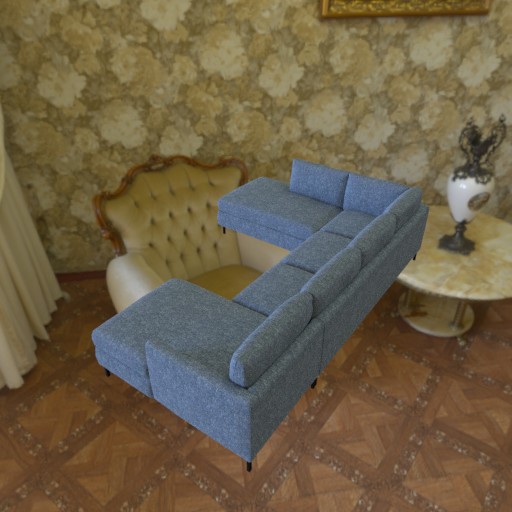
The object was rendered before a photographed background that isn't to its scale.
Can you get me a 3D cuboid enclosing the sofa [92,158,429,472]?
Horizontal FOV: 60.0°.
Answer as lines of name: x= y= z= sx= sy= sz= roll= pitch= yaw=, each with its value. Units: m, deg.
sofa: x=0.000 y=0.000 z=3.562 sx=1.879 sy=0.756 sz=2.737 roll=21 pitch=38 yaw=30
